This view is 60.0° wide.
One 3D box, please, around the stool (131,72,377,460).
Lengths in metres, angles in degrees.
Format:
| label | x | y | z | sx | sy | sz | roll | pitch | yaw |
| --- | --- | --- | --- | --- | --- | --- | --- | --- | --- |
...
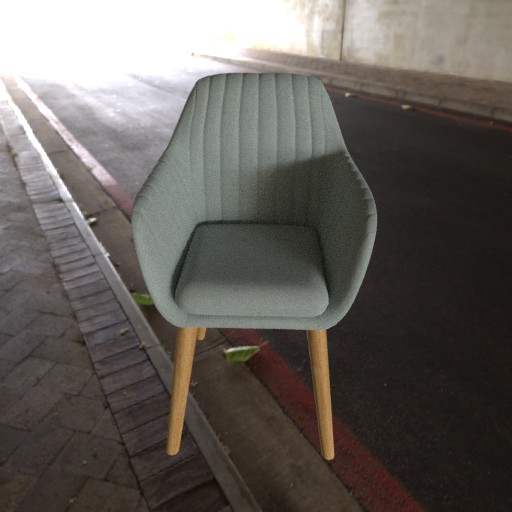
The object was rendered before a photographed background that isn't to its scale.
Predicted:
| label | x | y | z | sx | sy | sz | roll | pitch | yaw |
| --- | --- | --- | --- | --- | --- | --- | --- | --- | --- |
| stool | 0.000 | 0.000 | 1.164 | 0.503 | 0.830 | 0.590 | 1 | 29 | 2 |
